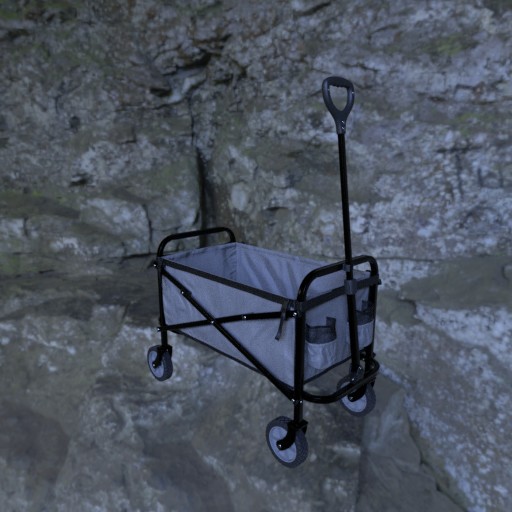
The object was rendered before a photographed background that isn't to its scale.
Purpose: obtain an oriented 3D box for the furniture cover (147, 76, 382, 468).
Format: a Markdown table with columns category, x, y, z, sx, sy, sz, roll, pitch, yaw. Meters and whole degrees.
| category | x | y | z | sx | sy | sz | roll | pitch | yaw |
| --- | --- | --- | --- | --- | --- | --- | --- | --- | --- |
| furniture cover | 0.000 | 0.000 | 1.810 | 0.532 | 1.295 | 1.038 | -13 | 19 | -43 |
